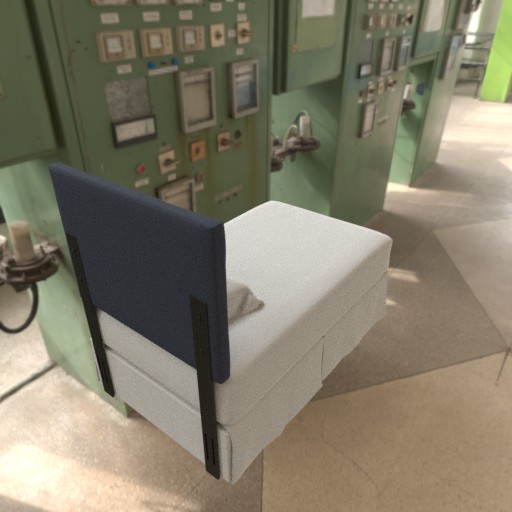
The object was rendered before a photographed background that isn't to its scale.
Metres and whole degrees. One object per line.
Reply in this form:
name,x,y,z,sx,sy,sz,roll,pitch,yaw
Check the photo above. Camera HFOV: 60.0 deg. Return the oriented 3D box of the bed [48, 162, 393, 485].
bed,0.000,0.000,2.980,1.261,1.571,1.997,22,37,32
